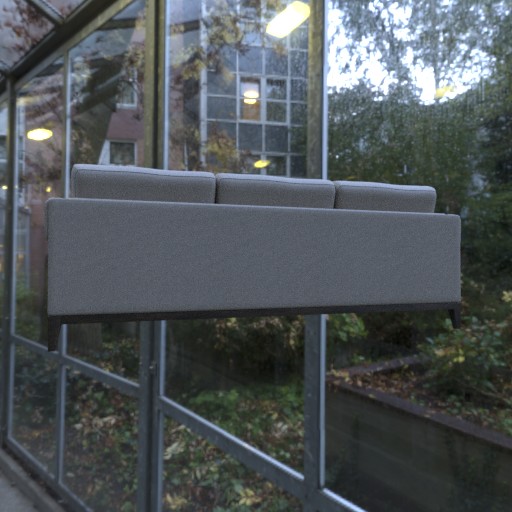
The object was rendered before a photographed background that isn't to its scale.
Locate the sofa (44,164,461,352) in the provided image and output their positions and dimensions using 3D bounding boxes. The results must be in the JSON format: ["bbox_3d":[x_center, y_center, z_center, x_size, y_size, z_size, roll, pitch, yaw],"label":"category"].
[{"bbox_3d":[0.000,0.000,2.671,2.210,0.838,0.959,0,-1,-18],"label":"sofa"}]
